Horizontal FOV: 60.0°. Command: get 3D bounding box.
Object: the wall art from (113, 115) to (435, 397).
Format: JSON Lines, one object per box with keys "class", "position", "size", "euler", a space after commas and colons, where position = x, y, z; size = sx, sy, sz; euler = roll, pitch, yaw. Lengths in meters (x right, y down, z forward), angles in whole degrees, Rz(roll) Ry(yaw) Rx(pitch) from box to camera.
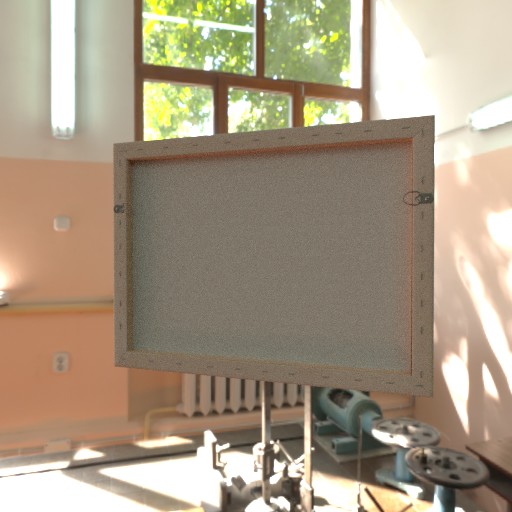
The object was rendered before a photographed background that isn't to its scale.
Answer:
{"class": "wall art", "position": [0.000, 0.000, 1.634], "size": [1.219, 0.912, 0.042], "euler": [0, 1, 18]}
